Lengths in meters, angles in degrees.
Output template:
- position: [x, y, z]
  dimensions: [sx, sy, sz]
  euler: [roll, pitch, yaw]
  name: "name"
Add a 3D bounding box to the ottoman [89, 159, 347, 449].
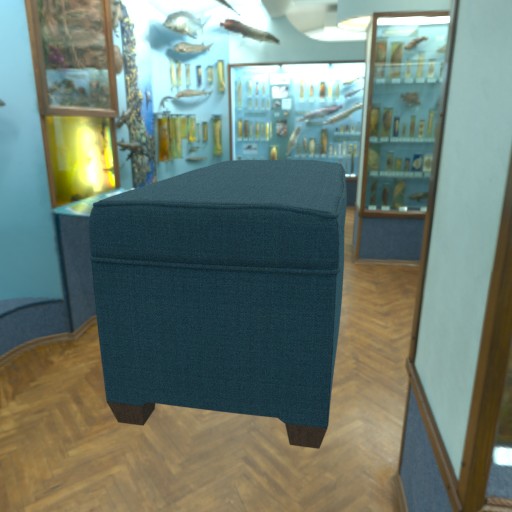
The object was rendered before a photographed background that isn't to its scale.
- position: [0.000, 0.000, 1.218]
  dimensions: [0.474, 0.474, 0.943]
  euler: [3, 17, 10]
  name: "ottoman"
